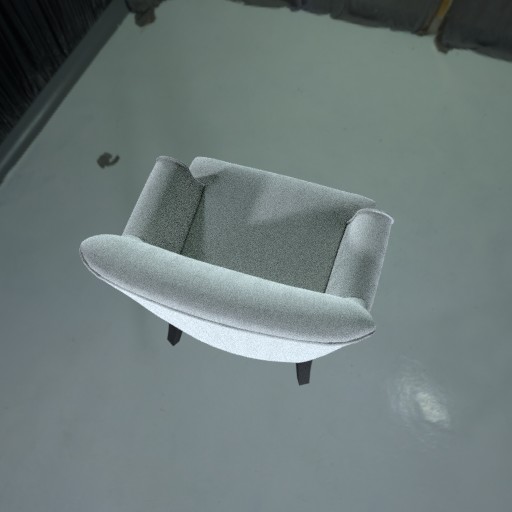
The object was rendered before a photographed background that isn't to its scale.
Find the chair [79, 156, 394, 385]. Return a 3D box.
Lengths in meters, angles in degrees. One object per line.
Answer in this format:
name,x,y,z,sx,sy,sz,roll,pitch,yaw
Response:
chair,0.000,0.000,1.481,0.781,0.875,0.750,15,65,7
